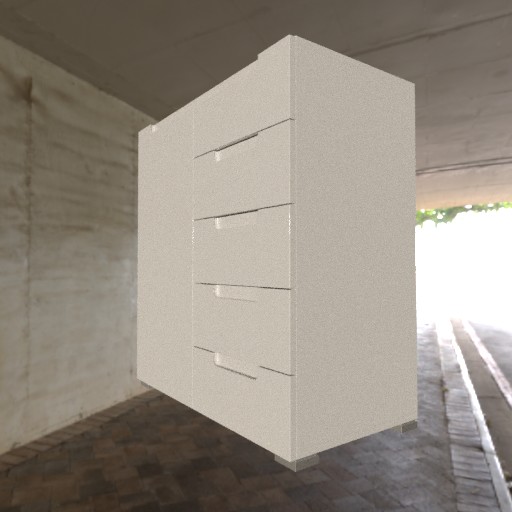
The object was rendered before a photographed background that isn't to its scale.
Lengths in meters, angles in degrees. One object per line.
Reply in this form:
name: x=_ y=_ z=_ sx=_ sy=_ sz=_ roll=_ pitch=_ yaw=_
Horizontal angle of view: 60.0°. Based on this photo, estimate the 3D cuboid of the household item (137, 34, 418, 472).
household item: x=0.000 y=0.000 z=1.320 sx=0.420 sy=0.870 sz=0.800 roll=1 pitch=-2 yaw=-36
